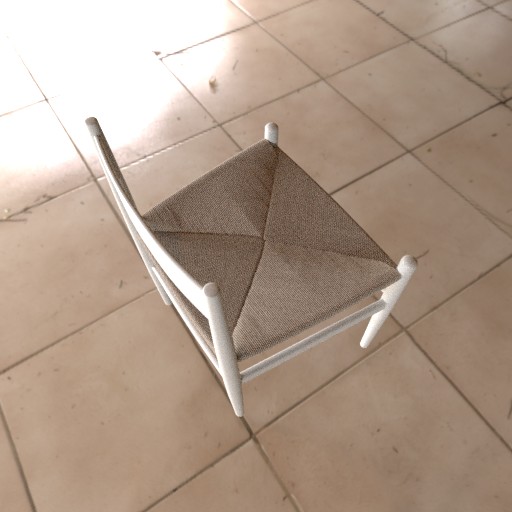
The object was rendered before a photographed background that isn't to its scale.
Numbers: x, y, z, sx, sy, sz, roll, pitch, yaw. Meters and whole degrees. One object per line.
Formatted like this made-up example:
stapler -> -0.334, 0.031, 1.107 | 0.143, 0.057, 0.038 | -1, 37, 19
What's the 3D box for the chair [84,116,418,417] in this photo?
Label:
chair -> 0.000, 0.000, 1.102 | 0.495, 0.762, 0.556 | -30, 62, -18
